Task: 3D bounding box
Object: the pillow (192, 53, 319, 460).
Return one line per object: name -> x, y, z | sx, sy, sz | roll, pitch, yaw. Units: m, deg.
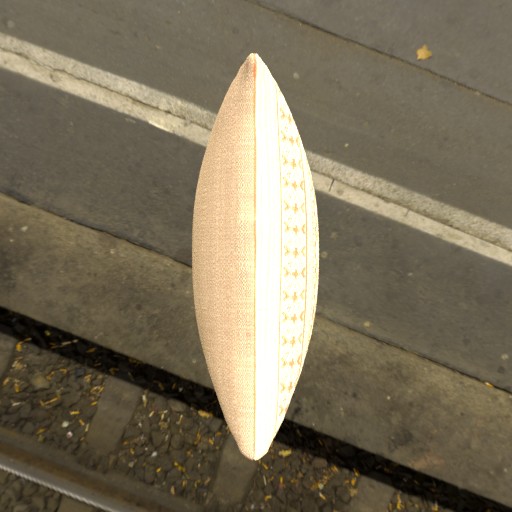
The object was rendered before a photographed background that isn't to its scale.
pillow -> 0.000, 0.000, 0.804 | 0.215, 0.519, 0.521 | 0, 90, 1
